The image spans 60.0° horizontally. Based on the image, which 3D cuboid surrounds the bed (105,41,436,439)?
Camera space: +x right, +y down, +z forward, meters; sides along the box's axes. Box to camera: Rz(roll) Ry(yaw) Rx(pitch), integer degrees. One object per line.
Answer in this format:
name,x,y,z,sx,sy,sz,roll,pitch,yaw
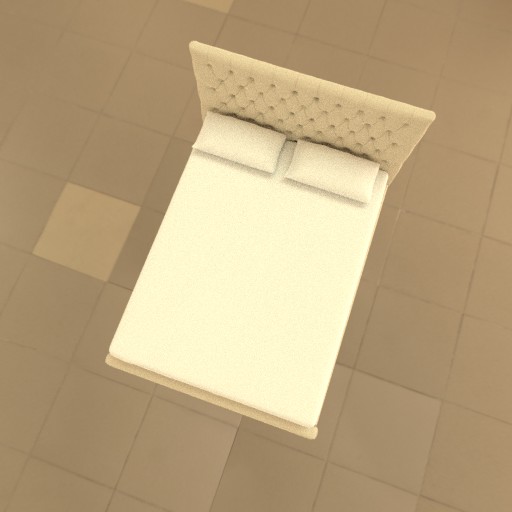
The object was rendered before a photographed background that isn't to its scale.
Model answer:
bed,0.000,0.000,3.311,1.696,1.426,2.233,19,76,5
